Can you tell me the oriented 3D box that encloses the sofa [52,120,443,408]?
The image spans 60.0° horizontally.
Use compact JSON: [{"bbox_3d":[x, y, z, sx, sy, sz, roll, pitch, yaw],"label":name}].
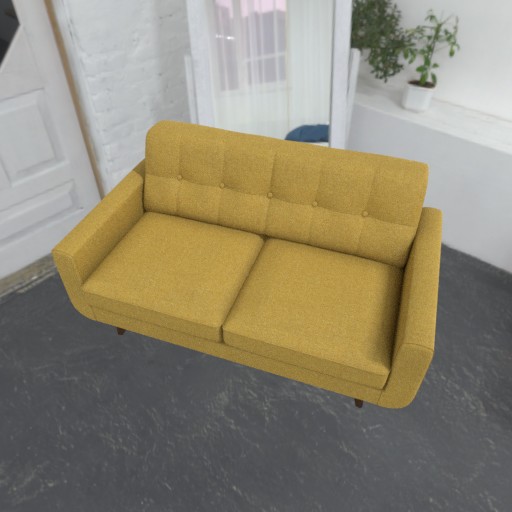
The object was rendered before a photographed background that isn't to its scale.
[{"bbox_3d":[0.000,0.000,2.147,1.631,0.841,0.909,13,44,14],"label":"sofa"}]
